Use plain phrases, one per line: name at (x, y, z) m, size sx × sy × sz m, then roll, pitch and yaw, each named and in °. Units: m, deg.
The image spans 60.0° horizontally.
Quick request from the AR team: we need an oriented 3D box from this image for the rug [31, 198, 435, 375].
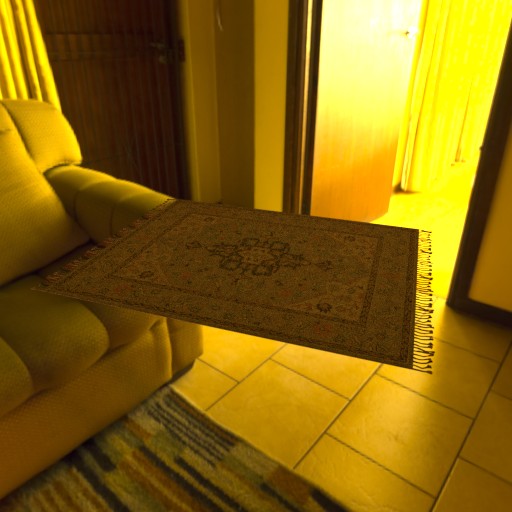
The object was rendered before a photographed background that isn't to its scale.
rug at (0.000, 0.000, 3.514) m, size 2.651 × 0.010 × 1.971 m, roll 9°, pitch 28°, yaw 17°
